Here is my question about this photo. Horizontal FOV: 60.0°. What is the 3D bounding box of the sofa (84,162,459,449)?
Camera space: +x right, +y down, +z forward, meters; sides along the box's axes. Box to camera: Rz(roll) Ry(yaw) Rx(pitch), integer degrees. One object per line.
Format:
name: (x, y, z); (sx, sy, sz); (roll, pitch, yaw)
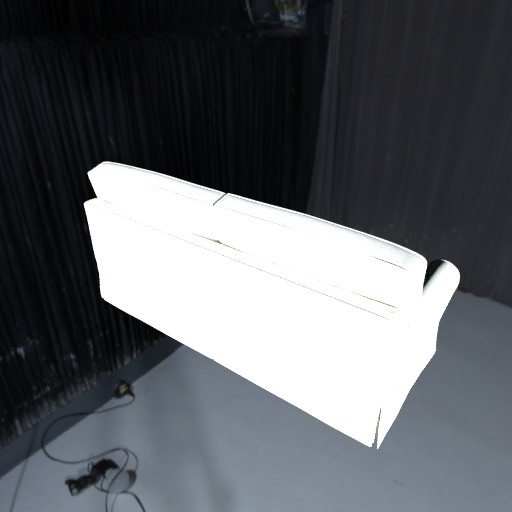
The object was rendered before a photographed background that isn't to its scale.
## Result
sofa: (0.000, 0.000, 2.533); (2.021, 0.937, 0.862); (20, 35, 31)
